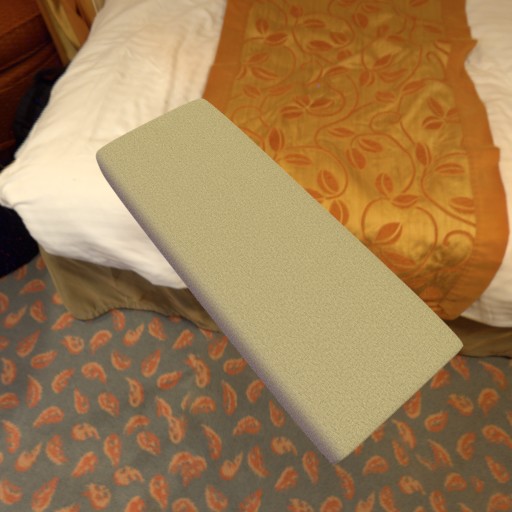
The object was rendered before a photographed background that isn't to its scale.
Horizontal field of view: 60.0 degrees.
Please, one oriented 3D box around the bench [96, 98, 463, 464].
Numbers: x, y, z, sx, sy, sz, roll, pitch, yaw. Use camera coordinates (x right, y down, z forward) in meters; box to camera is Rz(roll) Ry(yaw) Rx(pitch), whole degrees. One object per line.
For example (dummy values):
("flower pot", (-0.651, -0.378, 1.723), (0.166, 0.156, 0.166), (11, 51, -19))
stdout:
("bench", (0.000, 0.000, 1.881), (0.631, 0.383, 1.598), (-34, 65, -18))
